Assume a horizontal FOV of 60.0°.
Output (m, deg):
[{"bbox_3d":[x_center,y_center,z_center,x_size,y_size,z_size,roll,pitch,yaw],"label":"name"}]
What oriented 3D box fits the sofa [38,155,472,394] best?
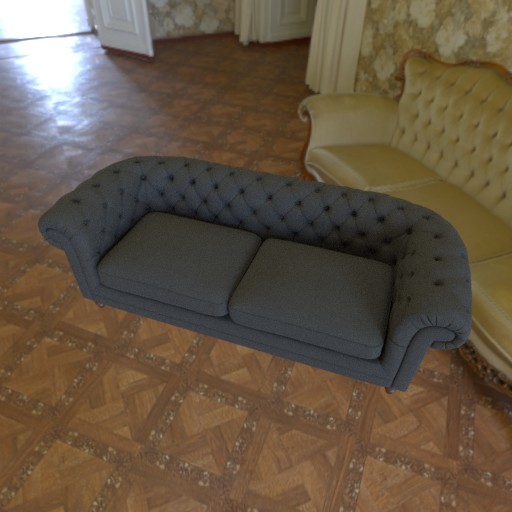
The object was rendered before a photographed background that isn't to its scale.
[{"bbox_3d":[0.000,0.000,2.749,2.362,0.762,0.991,13,43,15],"label":"sofa"}]
